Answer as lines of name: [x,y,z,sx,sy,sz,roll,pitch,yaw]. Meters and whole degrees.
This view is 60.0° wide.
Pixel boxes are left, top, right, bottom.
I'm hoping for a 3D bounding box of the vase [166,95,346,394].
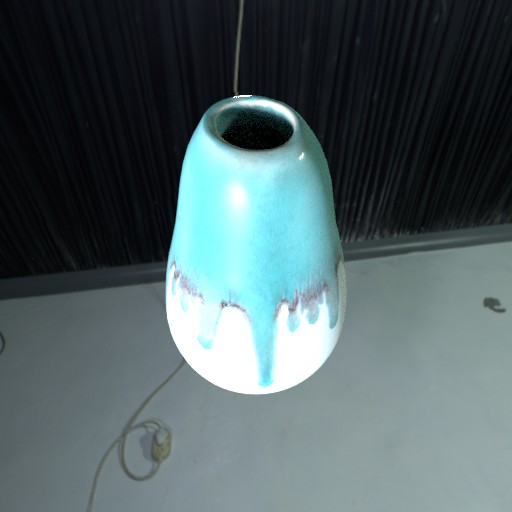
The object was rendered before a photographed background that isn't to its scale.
vase: [0.000,0.000,0.262,0.116,0.179,0.116,0,46,0]
